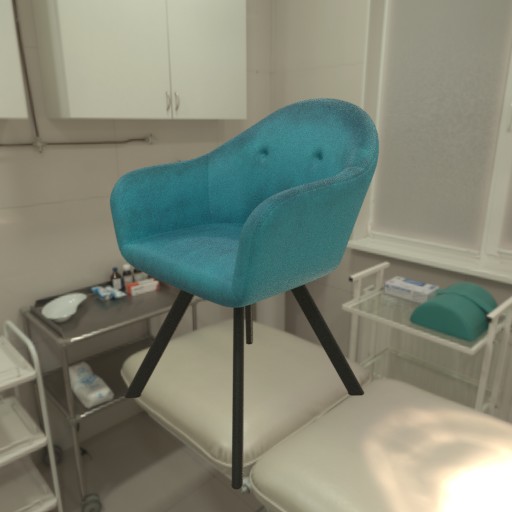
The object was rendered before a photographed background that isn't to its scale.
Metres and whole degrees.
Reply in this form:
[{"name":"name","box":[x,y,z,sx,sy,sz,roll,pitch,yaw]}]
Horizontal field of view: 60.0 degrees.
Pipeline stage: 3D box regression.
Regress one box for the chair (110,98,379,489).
[{"name":"chair","box":[0.000,0.000,1.139,0.570,0.780,0.540,-16,23,-42]}]
